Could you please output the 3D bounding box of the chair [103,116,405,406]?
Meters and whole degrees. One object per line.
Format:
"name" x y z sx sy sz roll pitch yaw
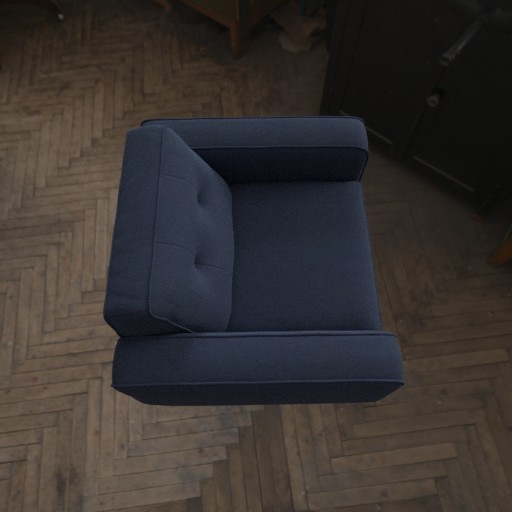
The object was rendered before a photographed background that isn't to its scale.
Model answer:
"chair" 0.000 0.000 1.778 0.953 0.783 1.118 -1 65 0
